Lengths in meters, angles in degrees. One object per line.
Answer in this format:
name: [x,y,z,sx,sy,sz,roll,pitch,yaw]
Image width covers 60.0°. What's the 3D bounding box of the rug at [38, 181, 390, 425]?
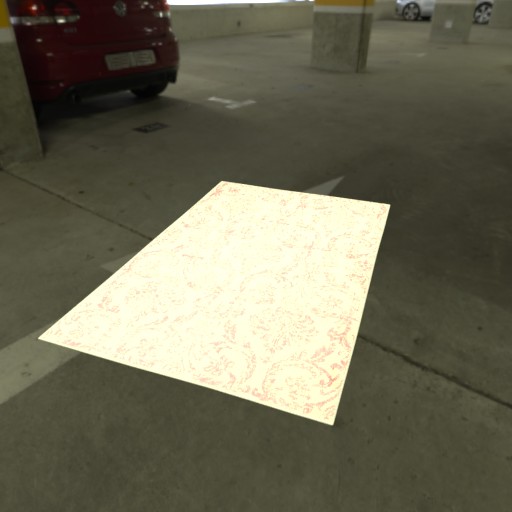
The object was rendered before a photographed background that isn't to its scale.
rug: [0.000,0.000,3.533,1.819,0.018,2.746,11,33,17]
